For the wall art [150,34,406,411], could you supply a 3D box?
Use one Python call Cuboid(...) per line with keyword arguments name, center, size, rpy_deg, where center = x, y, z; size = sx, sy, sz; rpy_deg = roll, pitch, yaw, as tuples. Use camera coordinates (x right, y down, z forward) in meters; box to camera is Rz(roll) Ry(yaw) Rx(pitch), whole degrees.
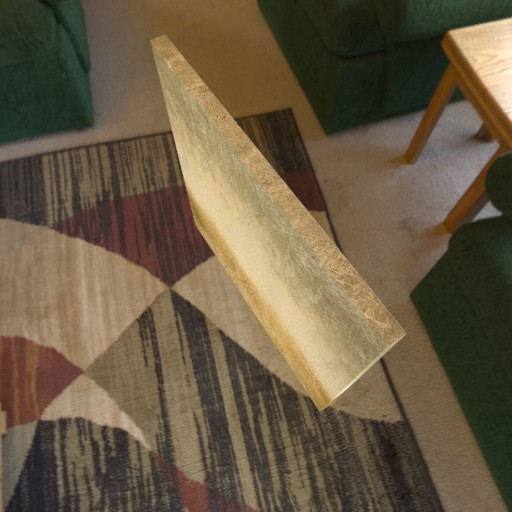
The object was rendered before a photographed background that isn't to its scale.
Cuboid(name="wall art", center=(0.000, 0.000, 1.611), size=(0.051, 1.091, 1.092), rpy_deg=(-30, 68, -14))
